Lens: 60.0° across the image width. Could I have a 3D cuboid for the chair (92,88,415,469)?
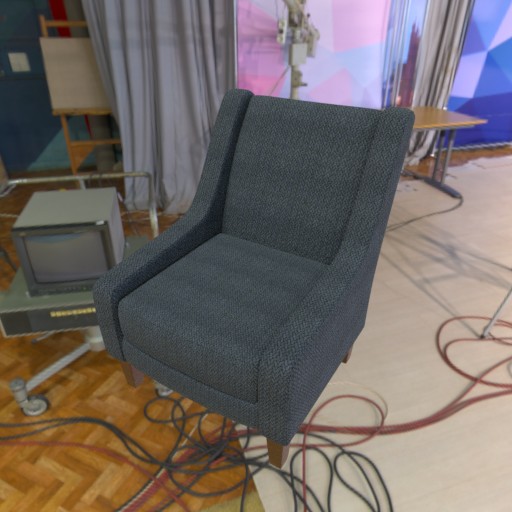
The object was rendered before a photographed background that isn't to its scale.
[{"bbox_3d":[0.000,0.000,1.676,0.793,1.012,0.944,18,35,27],"label":"chair"}]
